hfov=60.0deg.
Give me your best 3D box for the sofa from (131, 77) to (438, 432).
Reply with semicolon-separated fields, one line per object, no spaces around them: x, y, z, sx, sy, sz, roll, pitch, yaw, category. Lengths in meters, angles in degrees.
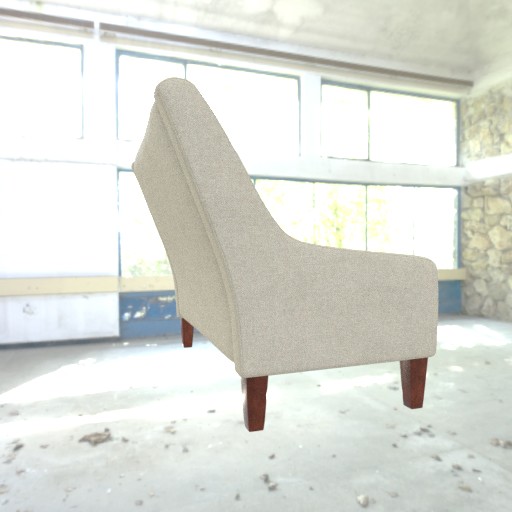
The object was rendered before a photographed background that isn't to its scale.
0.000;0.000;1.861;0.946;0.976;1.212;0;1;-19;sofa
